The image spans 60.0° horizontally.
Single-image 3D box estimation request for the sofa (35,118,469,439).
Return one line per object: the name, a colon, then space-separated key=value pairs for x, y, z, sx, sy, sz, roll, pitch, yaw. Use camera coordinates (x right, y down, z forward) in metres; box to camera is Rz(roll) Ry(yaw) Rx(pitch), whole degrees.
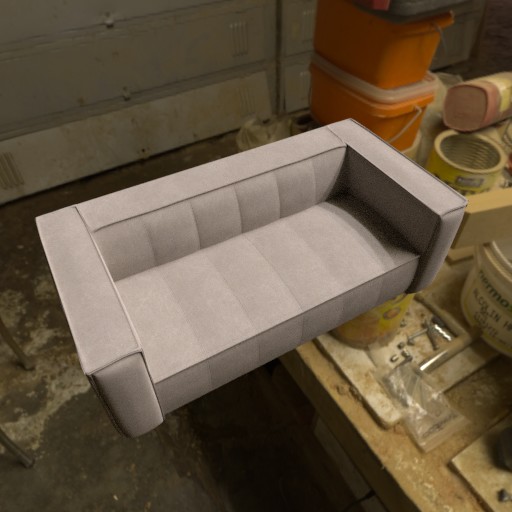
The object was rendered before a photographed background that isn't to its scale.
sofa: x=0.000 y=0.000 z=2.446 sx=1.995 sy=0.680 sz=1.038 roll=-22 pitch=50 yaw=-20
